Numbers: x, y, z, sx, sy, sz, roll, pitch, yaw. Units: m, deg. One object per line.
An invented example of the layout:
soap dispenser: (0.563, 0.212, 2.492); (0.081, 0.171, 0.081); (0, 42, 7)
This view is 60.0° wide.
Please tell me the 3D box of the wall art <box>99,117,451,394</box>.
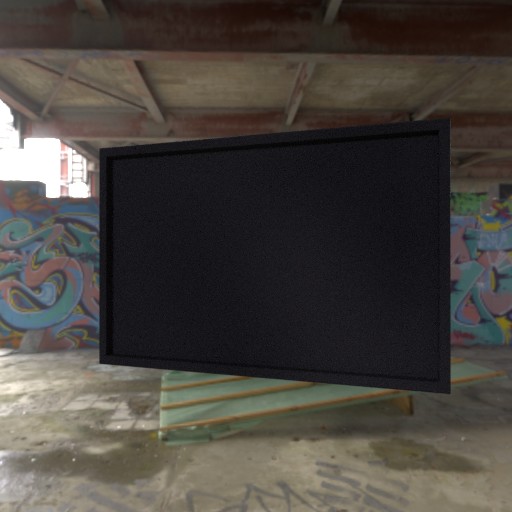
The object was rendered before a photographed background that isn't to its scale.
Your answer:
wall art: (0.000, 0.000, 0.757); (0.609, 0.406, 0.033); (0, 0, 18)
